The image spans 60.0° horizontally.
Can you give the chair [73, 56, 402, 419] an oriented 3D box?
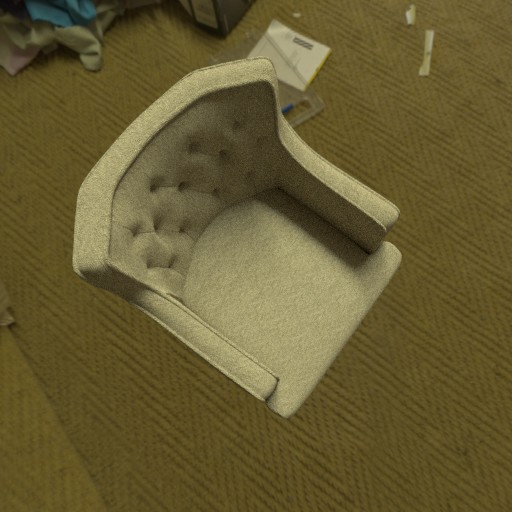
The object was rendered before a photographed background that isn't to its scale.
[{"bbox_3d":[0.000,0.000,1.645,0.910,0.920,0.820,37,77,10],"label":"chair"}]
